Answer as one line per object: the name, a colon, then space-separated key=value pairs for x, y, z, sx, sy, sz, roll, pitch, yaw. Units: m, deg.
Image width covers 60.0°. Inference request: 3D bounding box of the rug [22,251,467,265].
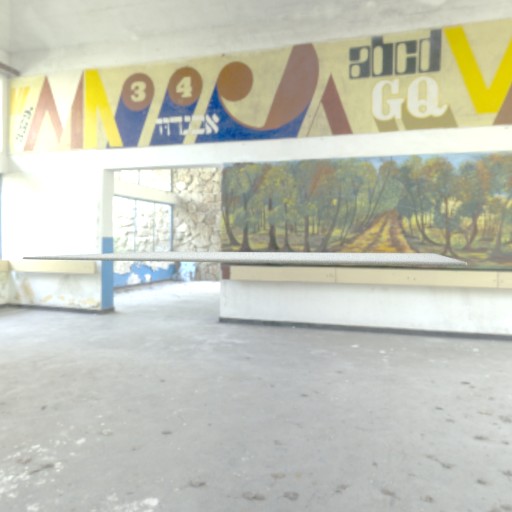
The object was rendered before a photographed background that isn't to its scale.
rug: x=0.000 y=0.000 z=2.298 sx=1.829 sy=0.013 sz=1.219 roll=1 pitch=2 yaw=17
